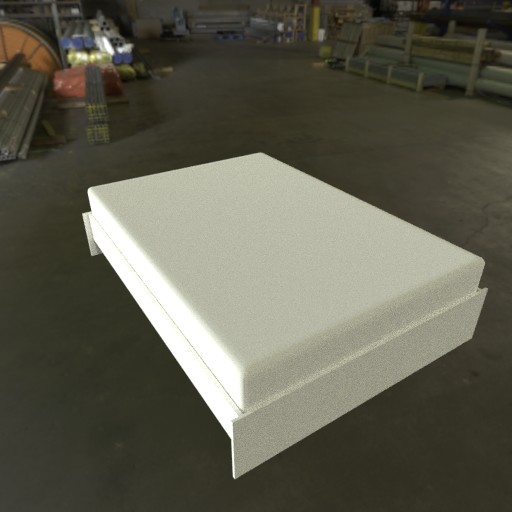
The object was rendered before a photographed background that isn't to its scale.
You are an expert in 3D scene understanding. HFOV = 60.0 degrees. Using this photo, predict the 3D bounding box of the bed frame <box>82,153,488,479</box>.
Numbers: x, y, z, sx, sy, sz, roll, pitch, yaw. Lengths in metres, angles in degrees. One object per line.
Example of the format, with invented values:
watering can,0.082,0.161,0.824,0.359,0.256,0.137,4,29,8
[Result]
bed frame,0.000,0.000,2.567,1.445,0.497,1.945,-18,36,-28
